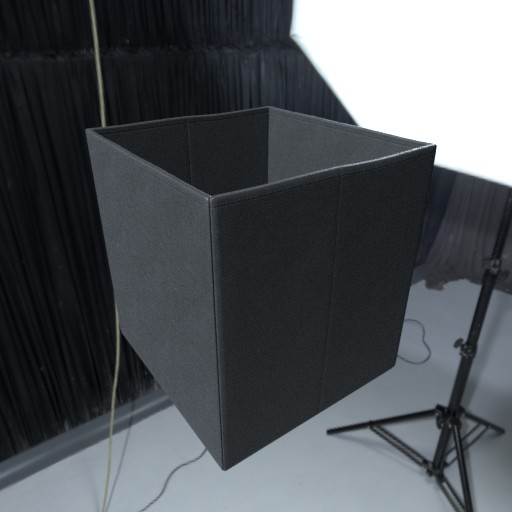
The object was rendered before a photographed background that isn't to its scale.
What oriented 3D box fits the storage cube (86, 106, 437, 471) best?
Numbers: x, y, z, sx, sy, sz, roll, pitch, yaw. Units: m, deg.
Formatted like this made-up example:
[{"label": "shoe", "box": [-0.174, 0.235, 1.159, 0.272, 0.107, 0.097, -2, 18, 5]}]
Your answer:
[{"label": "storage cube", "box": [0.000, 0.000, 0.519, 0.270, 0.280, 0.270, -19, 33, -31]}]
